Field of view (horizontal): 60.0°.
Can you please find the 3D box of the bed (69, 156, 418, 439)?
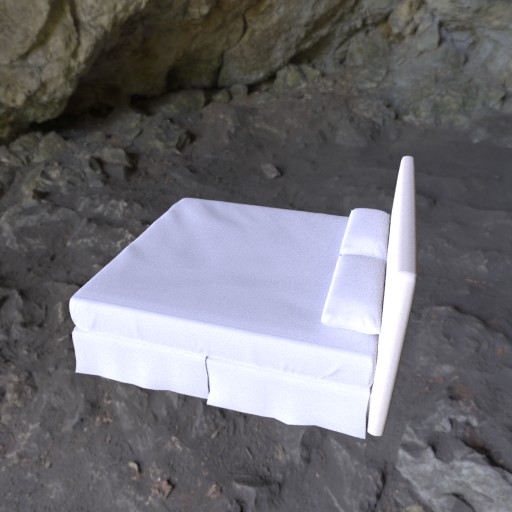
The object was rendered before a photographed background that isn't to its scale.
[{"bbox_3d":[0.000,0.000,3.668,2.341,1.317,2.119,9,31,14],"label":"bed"}]
